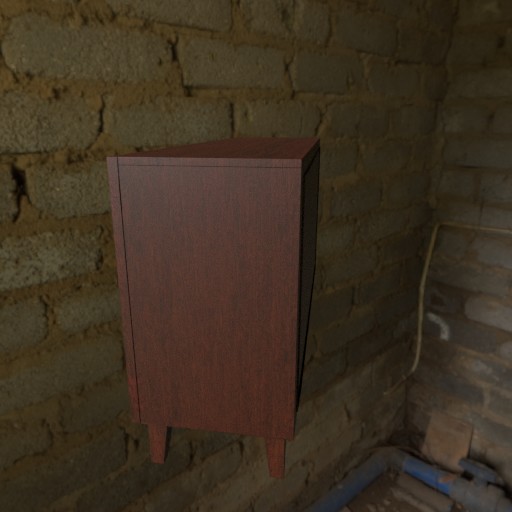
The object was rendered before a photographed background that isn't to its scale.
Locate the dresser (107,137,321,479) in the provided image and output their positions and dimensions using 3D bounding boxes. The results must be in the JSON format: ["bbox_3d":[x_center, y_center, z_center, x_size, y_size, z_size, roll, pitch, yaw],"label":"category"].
[{"bbox_3d":[0.000,0.000,1.971,0.499,0.971,1.609,3,17,9],"label":"dresser"}]
